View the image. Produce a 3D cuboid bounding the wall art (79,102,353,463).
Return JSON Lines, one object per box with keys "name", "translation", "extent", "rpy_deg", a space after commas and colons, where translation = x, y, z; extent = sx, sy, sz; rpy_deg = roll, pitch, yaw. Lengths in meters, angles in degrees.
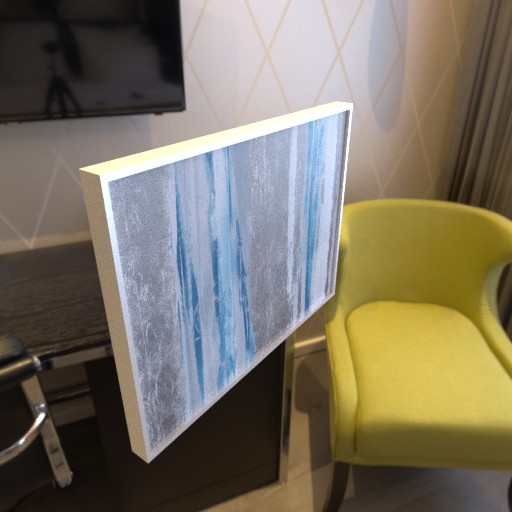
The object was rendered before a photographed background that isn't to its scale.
{"name": "wall art", "translation": [0.000, 0.000, 1.403], "extent": [0.066, 0.801, 1.056], "rpy_deg": [19, 33, 32]}
